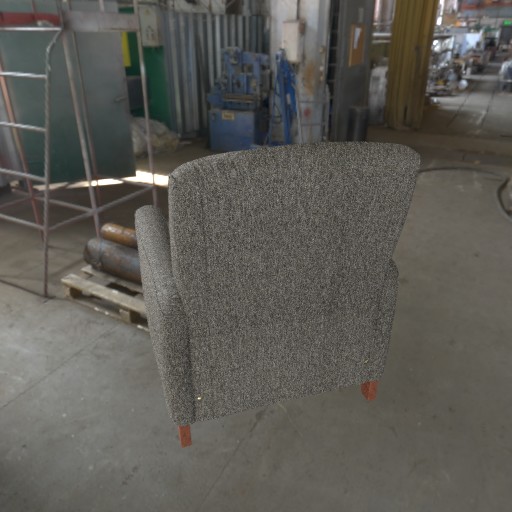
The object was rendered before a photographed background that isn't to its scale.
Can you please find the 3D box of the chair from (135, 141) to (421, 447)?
[{"bbox_3d":[0.000,0.000,1.669,0.848,1.014,0.864,-8,28,-15],"label":"chair"}]
